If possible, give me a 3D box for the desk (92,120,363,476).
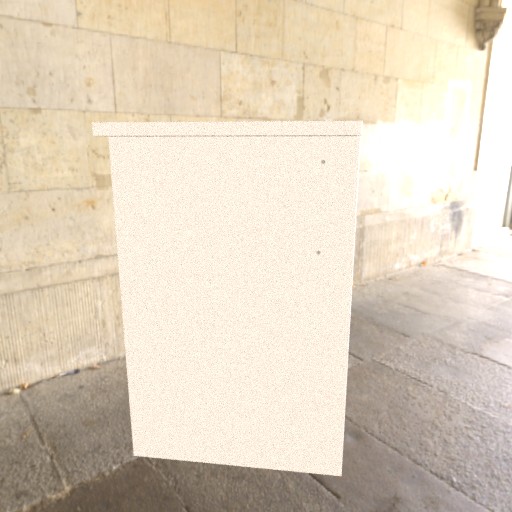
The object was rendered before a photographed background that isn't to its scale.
[{"bbox_3d":[0.000,0.000,1.321,0.498,0.729,0.900,2,15,8],"label":"desk"}]
